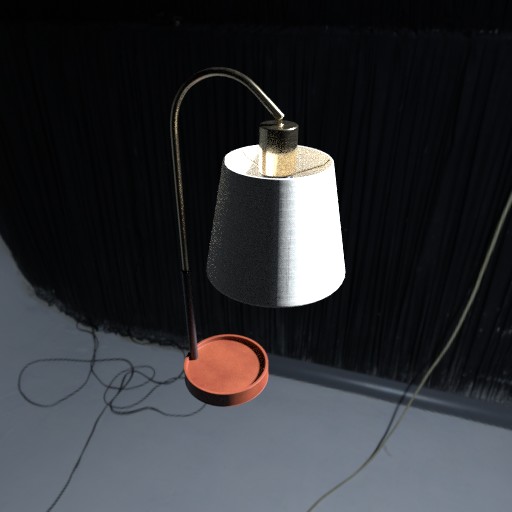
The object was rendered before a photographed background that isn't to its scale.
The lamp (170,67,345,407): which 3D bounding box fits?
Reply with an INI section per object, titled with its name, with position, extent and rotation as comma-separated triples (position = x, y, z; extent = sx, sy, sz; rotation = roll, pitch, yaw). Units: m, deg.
[lamp]
position = 0.000, 0.000, 0.684
extent = 0.273, 0.536, 0.211
rotation = 10, 32, 16
